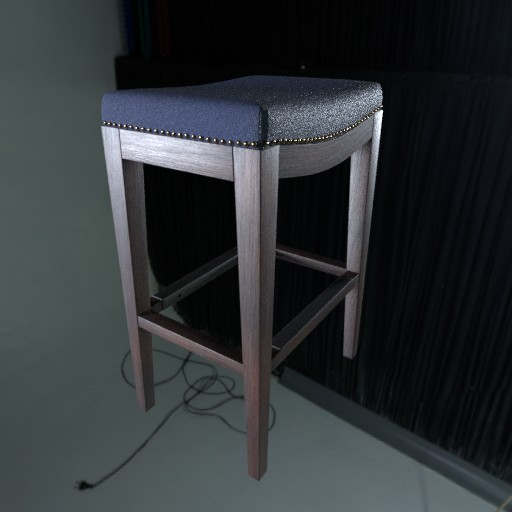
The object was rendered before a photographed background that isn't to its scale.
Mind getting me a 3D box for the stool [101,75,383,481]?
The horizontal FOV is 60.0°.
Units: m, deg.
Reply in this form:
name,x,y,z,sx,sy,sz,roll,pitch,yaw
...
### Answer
name,x,y,z,sx,sy,sz,roll,pitch,yaw
stool,0.000,0.000,1.020,0.358,0.740,0.498,17,31,31
